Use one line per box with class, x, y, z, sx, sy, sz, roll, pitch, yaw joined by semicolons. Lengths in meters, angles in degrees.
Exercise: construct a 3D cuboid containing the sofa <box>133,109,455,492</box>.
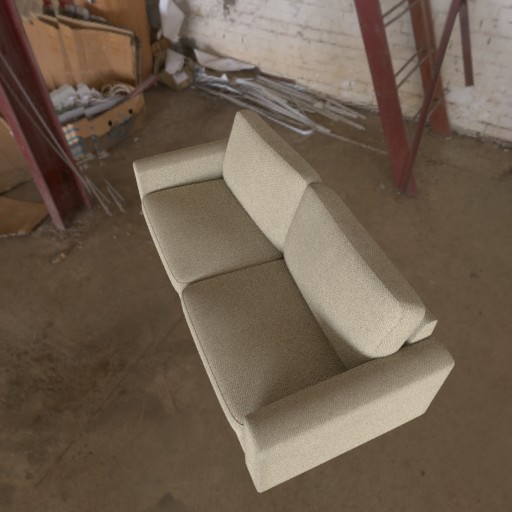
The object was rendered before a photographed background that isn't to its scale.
sofa;0.000;0.000;2.629;1.016;0.873;2.179;-18;49;-16
